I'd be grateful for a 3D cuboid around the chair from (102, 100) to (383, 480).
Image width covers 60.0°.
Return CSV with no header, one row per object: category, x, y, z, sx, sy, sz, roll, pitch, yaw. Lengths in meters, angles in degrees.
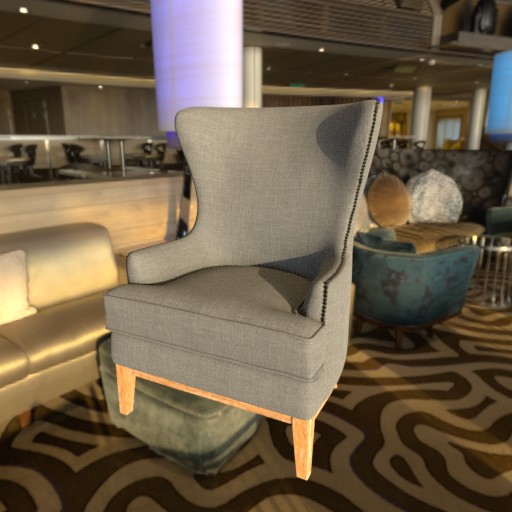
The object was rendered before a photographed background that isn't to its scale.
chair,0.000,0.000,1.766,0.864,1.176,0.883,7,17,26
